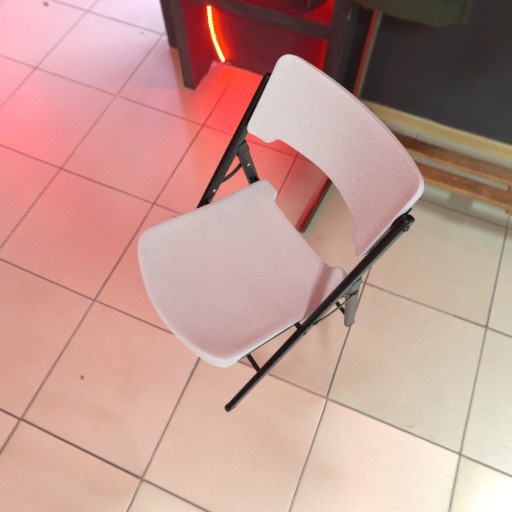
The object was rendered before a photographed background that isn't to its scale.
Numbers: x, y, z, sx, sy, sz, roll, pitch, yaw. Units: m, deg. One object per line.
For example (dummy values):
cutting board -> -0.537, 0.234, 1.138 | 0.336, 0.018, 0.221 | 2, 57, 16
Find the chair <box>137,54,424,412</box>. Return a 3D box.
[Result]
chair -> 0.000, 0.000, 1.158 | 0.577, 0.765, 0.482 | -32, 68, -14
